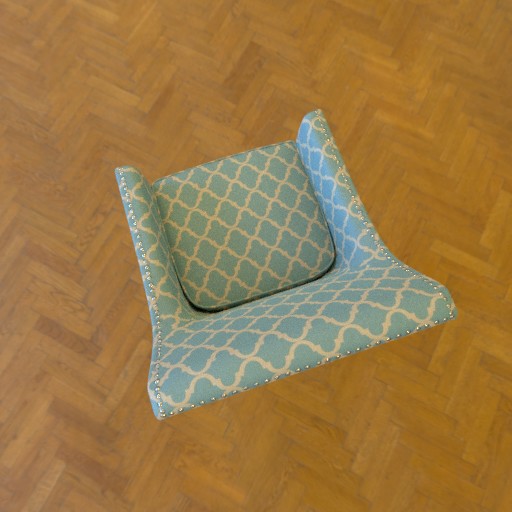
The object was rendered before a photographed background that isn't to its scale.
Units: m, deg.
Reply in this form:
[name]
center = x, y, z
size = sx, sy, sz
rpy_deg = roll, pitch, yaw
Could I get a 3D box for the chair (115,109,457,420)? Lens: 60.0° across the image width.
[chair]
center = 0.000, 0.000, 1.287
size = 0.617, 0.817, 0.686
rpy_deg = -18, 75, -5
